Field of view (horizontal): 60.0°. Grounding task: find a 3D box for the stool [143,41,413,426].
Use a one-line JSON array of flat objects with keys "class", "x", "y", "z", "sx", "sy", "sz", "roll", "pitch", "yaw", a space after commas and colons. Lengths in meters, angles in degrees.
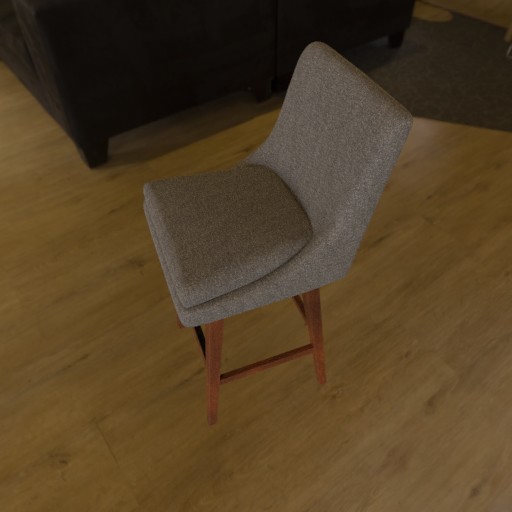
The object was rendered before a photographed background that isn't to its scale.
[{"class": "stool", "x": 0.000, "y": 0.000, "z": 1.366, "sx": 0.572, "sy": 1.068, "sz": 0.489, "roll": -16, "pitch": 49, "yaw": -14}]
